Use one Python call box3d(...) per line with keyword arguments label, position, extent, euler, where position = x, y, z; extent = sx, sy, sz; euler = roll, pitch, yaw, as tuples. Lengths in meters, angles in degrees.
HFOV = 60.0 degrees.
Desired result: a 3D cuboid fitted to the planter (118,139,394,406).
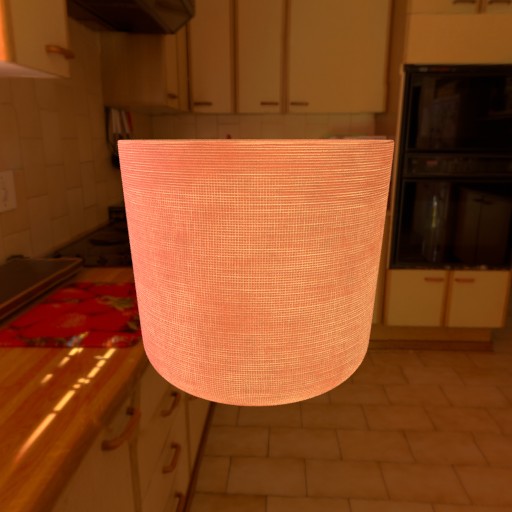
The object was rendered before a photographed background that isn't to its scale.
box3d(label="planter", position=(0.000, 0.000, 0.787), extent=(0.440, 0.398, 0.440), euler=(0, 15, 0))
